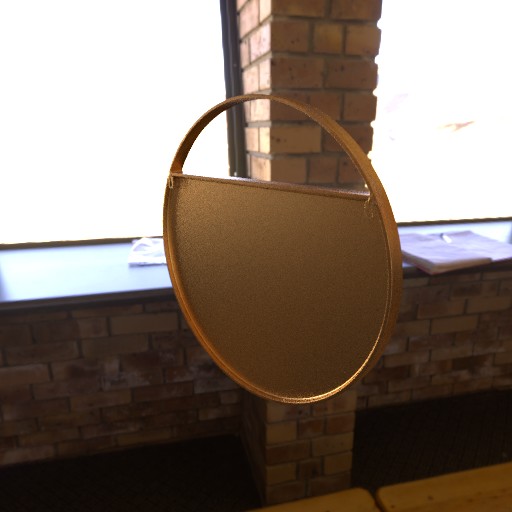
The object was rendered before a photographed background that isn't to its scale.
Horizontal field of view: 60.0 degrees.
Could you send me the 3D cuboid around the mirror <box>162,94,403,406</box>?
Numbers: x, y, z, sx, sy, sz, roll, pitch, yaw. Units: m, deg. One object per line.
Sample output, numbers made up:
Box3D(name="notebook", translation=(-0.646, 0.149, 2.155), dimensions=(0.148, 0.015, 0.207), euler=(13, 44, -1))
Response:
Box3D(name="mirror", translation=(0.000, 0.000, 0.824), dimensions=(0.565, 0.565, 0.032), euler=(15, 22, 42))
